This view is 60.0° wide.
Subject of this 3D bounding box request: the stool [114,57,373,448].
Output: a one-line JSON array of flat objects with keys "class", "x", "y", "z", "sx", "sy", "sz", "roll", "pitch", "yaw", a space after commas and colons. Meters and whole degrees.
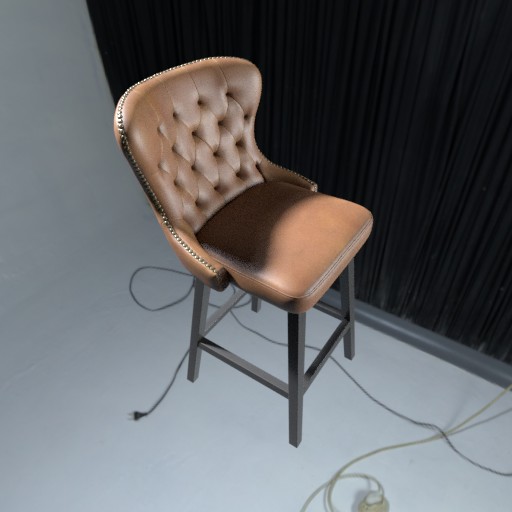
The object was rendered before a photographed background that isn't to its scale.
[{"class": "stool", "x": 0.000, "y": 0.000, "z": 1.317, "sx": 0.593, "sy": 0.971, "sz": 0.528, "roll": 23, "pitch": 45, "yaw": 26}]
